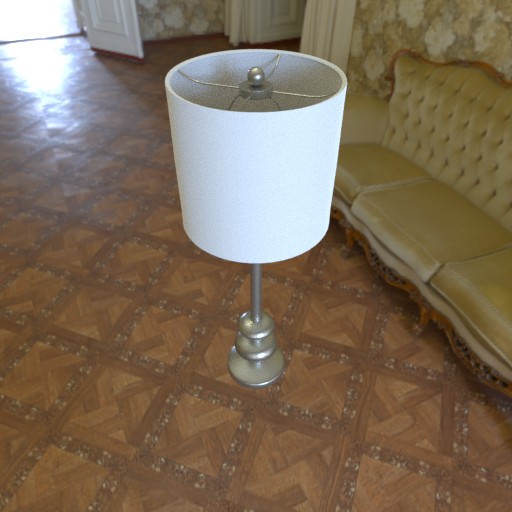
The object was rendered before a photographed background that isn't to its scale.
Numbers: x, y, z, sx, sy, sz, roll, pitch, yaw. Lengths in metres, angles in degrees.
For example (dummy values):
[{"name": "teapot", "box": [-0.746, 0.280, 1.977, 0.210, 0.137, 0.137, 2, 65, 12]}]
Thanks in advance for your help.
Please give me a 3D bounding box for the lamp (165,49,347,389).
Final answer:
[{"name": "lamp", "box": [0.000, 0.000, 0.839, 0.254, 0.690, 0.254, 13, 42, 14]}]
